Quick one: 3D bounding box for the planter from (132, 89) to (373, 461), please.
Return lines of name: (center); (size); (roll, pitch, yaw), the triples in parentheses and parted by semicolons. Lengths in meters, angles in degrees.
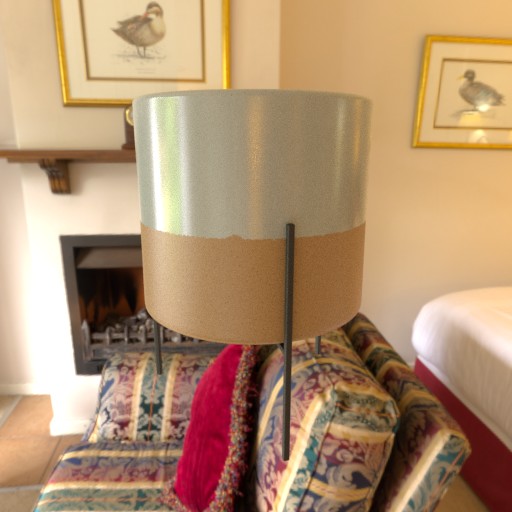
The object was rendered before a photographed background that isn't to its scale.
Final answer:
planter: (0.000, 0.000, 0.720); (0.360, 0.480, 0.348); (-15, 21, -43)
